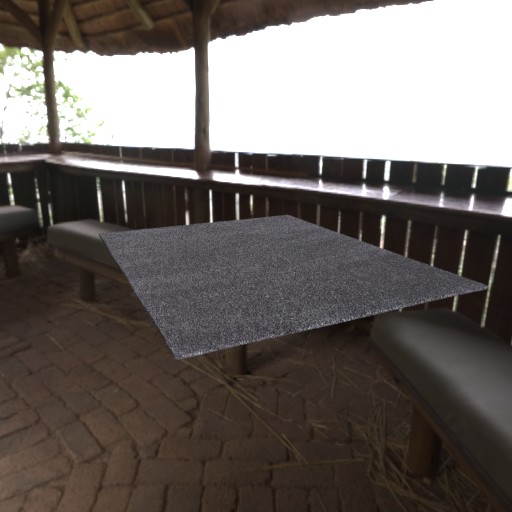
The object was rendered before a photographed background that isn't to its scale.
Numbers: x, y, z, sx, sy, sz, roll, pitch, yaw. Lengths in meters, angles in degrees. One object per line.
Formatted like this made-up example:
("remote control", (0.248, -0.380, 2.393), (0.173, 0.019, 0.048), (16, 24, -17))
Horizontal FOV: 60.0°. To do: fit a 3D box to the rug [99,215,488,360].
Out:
("rug", (0.000, 0.000, 4.094), (2.401, 0.025, 3.000), (-8, 18, -25))
